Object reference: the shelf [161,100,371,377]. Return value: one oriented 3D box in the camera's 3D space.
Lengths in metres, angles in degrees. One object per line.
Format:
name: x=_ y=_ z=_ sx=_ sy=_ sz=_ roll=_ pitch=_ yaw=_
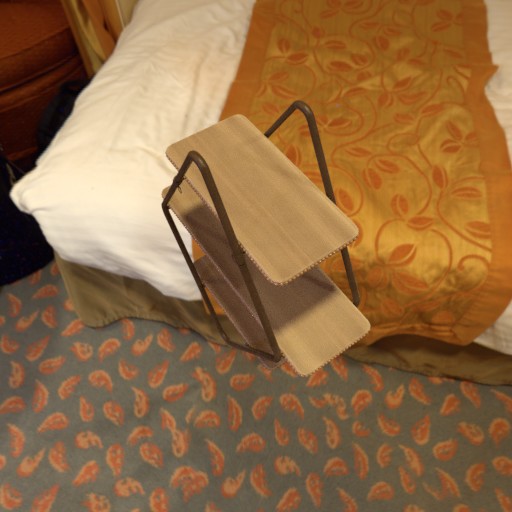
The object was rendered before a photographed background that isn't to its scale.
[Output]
shelf: x=0.000 y=0.000 z=1.065 sx=0.234 sy=0.774 sz=0.609 roll=-31 pitch=63 yaw=-18
